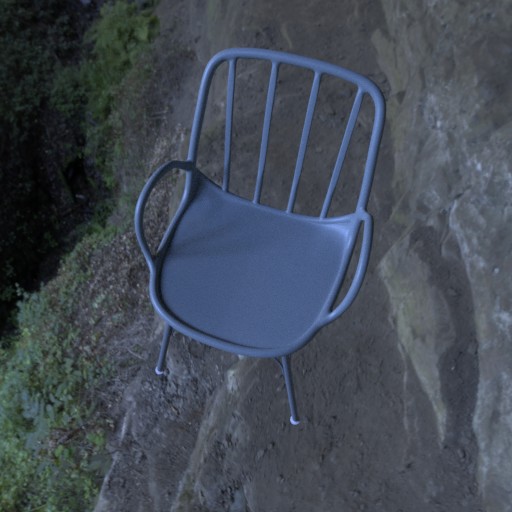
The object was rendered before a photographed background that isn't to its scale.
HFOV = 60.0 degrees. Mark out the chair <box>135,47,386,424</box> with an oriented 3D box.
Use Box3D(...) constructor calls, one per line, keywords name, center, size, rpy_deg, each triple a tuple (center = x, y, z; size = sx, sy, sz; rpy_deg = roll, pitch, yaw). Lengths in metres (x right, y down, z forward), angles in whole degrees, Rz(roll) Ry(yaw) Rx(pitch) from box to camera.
Box3D(name="chair", center=(0.000, 0.000, 1.191), size=(0.549, 0.816, 0.597), rpy_deg=(17, 61, 10))
